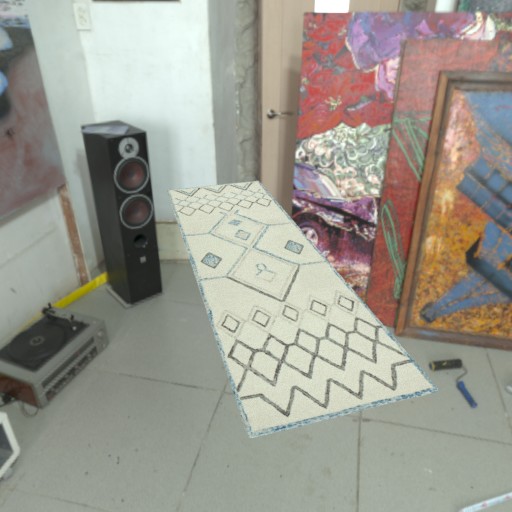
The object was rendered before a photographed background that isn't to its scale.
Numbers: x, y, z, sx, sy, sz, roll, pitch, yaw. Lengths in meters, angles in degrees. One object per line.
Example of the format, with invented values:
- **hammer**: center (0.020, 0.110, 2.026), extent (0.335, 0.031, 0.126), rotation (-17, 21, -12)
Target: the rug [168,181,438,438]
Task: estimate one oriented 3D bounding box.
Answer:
- **rug**: center (0.000, 0.000, 2.643), extent (0.770, 0.013, 2.434), rotation (-8, 31, -14)
